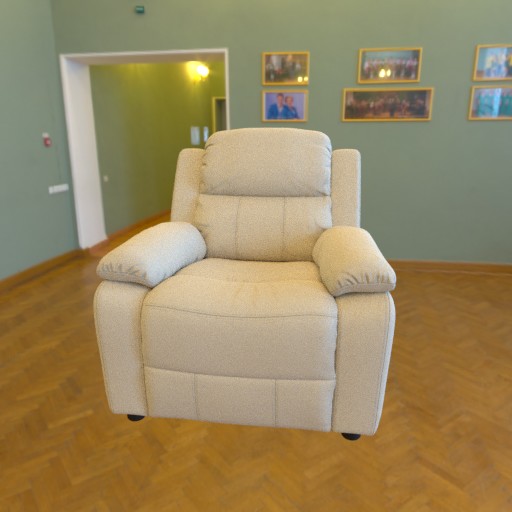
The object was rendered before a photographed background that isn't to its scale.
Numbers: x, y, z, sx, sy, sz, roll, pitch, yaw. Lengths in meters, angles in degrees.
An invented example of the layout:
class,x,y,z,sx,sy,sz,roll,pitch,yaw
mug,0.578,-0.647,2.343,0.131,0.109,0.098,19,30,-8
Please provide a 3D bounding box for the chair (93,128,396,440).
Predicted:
class,x,y,z,sx,sy,sz,roll,pitch,yaw
chair,0.000,0.000,1.246,0.680,0.702,0.709,2,15,8
